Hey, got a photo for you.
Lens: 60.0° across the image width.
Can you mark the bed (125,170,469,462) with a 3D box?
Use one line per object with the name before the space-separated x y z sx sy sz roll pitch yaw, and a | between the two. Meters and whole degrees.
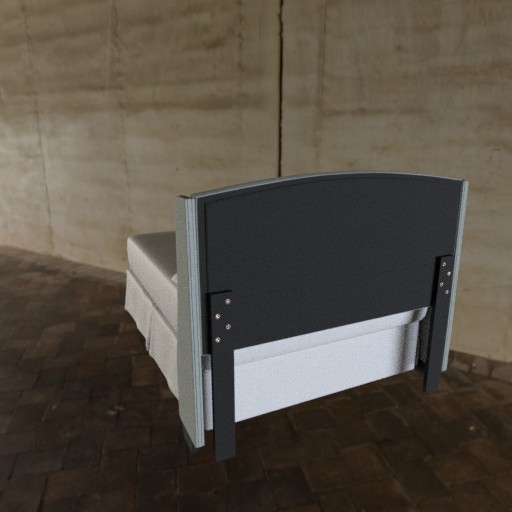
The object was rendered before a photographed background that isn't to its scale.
bed | 0.000 0.000 3.324 1.710 1.407 2.237 -7 17 -25
